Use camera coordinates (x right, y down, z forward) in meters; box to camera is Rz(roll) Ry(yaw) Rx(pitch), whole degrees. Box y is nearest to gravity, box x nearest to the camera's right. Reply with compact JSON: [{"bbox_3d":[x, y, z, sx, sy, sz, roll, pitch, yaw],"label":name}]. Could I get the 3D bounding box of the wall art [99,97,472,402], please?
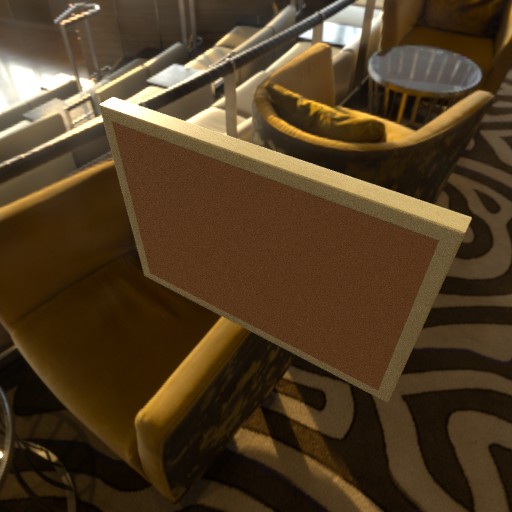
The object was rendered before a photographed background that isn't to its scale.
[{"bbox_3d":[0.000,0.000,0.706,0.533,0.381,0.032,24,50,22],"label":"wall art"}]
